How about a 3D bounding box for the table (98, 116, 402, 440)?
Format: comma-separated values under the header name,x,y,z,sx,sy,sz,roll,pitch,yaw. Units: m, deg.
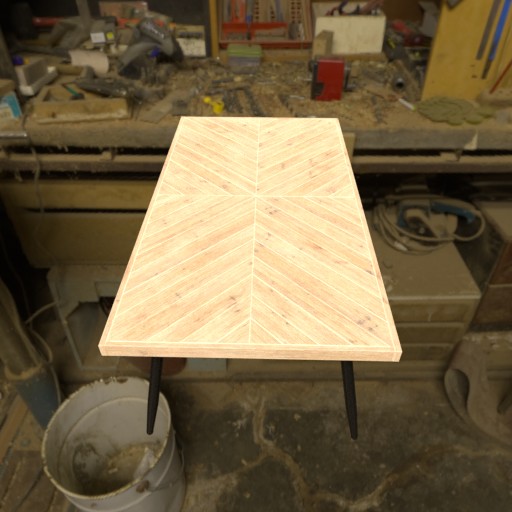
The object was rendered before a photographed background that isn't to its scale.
name,x,y,z,sx,sy,sz,roll,pitch,yaw
table,0.000,0.000,2.375,0.991,0.762,1.803,1,41,1
